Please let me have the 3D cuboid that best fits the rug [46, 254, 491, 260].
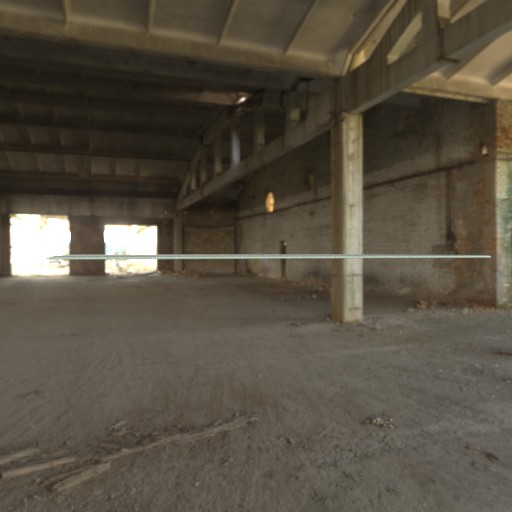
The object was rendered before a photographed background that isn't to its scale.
[{"bbox_3d":[0.000,0.000,2.279,1.840,0.012,1.219,0,0,-20],"label":"rug"}]
